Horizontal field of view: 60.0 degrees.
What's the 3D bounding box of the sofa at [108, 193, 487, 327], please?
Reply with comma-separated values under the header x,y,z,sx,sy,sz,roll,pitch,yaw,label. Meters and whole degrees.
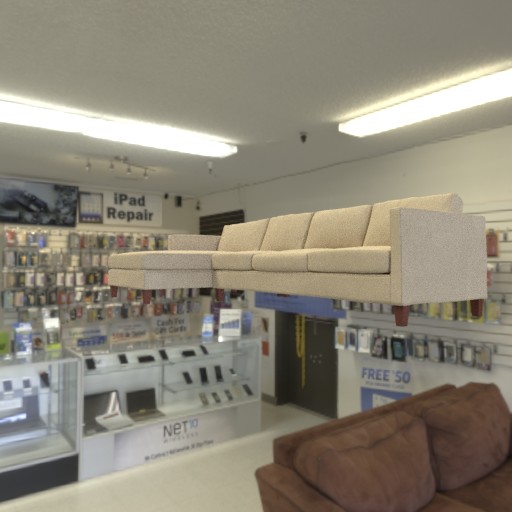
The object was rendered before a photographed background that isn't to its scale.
x,y,z,sx,sy,sz,roll,pitch,yaw,label
0.000,0.000,3.847,1.625,0.846,3.186,1,-1,-35,sofa
